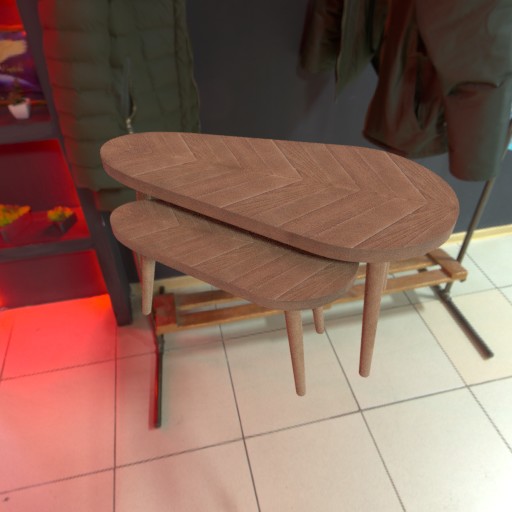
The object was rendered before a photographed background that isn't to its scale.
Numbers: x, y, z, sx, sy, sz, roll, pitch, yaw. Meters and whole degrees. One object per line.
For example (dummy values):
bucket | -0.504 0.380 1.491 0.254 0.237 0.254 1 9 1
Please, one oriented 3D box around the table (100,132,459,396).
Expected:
table | 0.000 0.000 1.569 1.190 0.595 0.701 13 43 14
